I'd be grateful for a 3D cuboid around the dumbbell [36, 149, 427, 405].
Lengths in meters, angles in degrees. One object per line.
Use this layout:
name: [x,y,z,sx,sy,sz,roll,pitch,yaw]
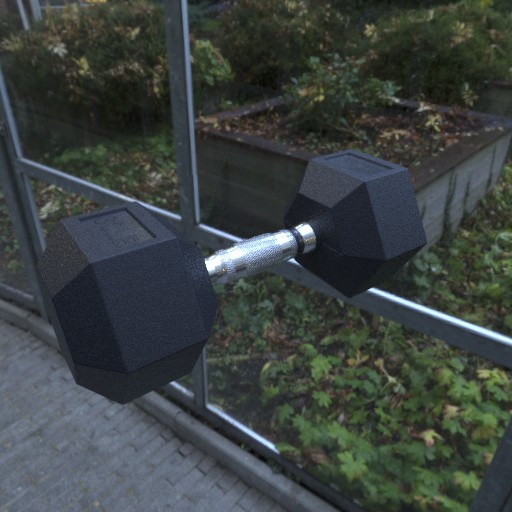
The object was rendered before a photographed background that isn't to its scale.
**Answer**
dumbbell: [0.000,0.000,0.390,0.337,0.123,0.142,-19,36,-29]
